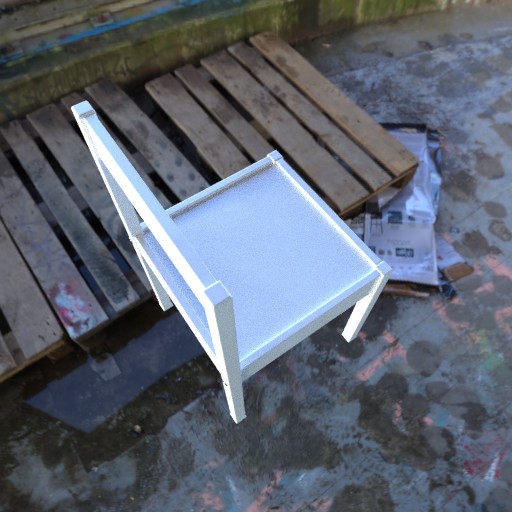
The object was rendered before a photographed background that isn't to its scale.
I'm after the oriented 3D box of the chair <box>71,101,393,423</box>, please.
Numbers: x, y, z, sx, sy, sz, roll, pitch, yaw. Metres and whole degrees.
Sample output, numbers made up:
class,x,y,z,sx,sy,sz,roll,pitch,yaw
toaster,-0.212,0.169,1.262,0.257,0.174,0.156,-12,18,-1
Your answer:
class,x,y,z,sx,sy,sz,roll,pitch,yaw
chair,0.000,0.000,0.669,0.285,0.505,0.285,-31,64,-17
